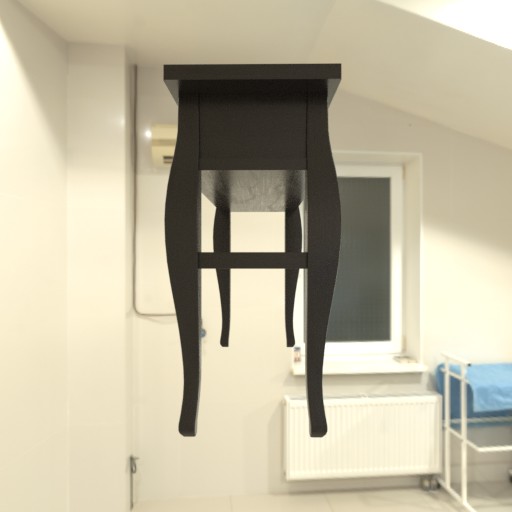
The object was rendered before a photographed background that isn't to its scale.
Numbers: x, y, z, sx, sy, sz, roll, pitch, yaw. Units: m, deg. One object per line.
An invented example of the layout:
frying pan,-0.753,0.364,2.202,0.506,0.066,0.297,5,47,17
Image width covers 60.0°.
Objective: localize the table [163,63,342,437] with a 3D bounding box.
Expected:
table,0.000,0.000,1.415,0.373,0.768,1.062,0,0,1
